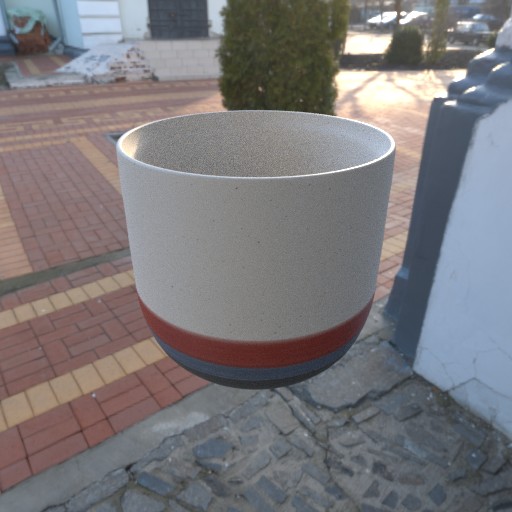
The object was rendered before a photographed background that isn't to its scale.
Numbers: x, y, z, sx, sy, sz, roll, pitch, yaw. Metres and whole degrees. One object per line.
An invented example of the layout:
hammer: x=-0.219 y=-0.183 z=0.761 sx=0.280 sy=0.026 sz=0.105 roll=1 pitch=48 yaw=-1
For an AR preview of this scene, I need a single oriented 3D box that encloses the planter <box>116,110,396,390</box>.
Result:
planter: x=0.000 y=0.000 z=0.500 sx=0.268 sy=0.270 sz=0.268 roll=0 pitch=28 yaw=0
